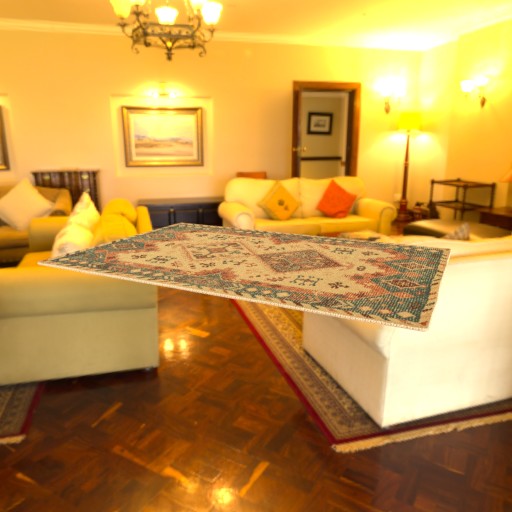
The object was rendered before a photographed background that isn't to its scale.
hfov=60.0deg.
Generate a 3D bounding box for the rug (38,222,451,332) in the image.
[{"bbox_3d":[0.000,0.000,2.338,1.840,0.015,1.225,7,16,25],"label":"rug"}]
